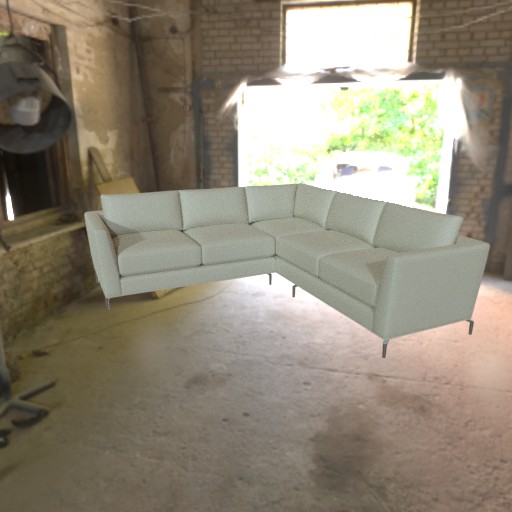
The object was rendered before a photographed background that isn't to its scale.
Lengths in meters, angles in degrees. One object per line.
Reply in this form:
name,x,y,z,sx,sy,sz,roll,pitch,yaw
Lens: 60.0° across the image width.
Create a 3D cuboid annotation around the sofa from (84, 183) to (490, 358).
sofa,0.000,0.000,3.655,2.430,0.867,2.448,-7,18,-24
